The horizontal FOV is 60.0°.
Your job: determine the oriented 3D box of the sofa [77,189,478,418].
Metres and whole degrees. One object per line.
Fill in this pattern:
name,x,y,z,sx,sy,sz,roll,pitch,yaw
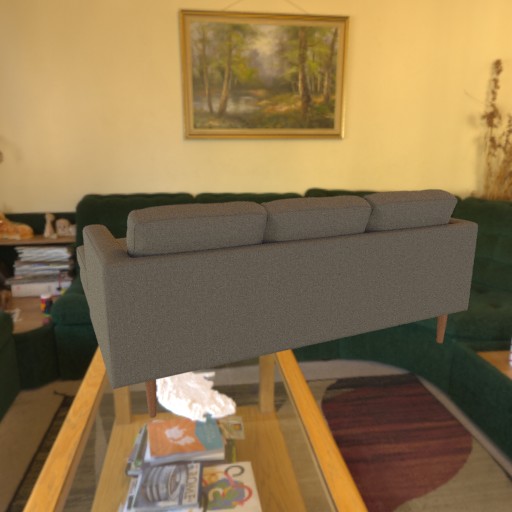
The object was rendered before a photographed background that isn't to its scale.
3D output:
sofa,0.000,0.000,2.817,2.031,0.897,1.591,-7,16,-25
